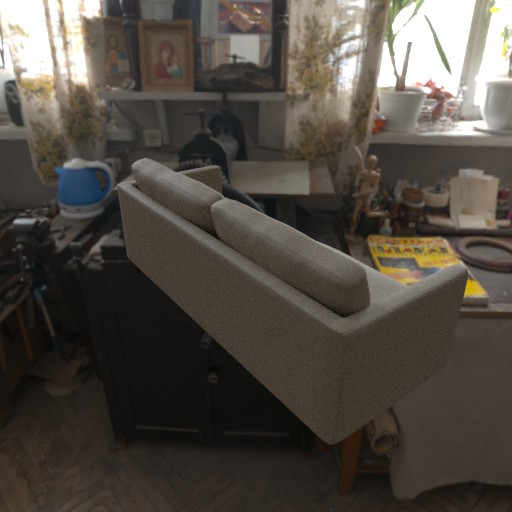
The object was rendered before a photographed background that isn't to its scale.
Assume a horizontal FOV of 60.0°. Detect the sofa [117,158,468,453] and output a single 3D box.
[{"bbox_3d":[0.000,0.000,2.962,0.951,0.965,2.434,-19,32,-32],"label":"sofa"}]
